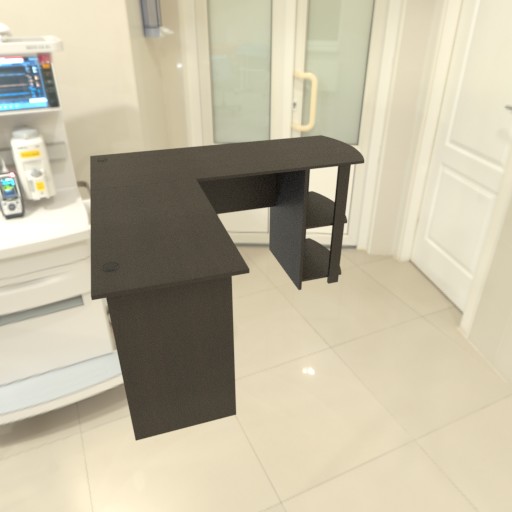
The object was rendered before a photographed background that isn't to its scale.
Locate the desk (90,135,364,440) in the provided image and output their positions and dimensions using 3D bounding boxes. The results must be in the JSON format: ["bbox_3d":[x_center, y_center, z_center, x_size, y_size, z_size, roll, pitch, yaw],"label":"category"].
[{"bbox_3d":[0.000,0.000,2.093,1.361,0.716,1.303,-9,31,-16],"label":"desk"}]
